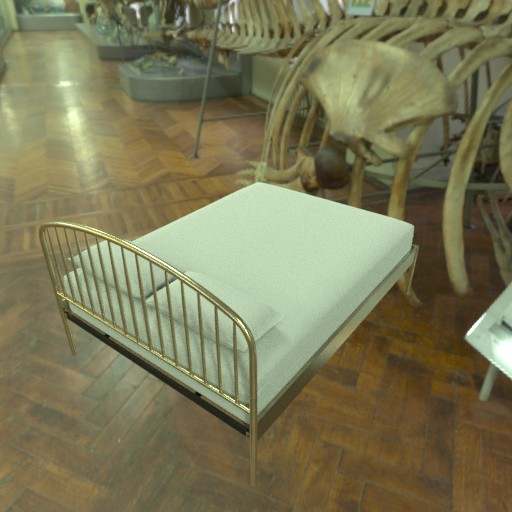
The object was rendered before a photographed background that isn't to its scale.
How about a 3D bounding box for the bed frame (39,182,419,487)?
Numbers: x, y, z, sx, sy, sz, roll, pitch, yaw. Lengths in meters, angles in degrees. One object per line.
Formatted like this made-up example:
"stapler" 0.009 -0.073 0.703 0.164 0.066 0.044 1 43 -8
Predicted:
"bed frame" 0.000 0.000 3.117 1.612 1.175 2.152 21 36 31
